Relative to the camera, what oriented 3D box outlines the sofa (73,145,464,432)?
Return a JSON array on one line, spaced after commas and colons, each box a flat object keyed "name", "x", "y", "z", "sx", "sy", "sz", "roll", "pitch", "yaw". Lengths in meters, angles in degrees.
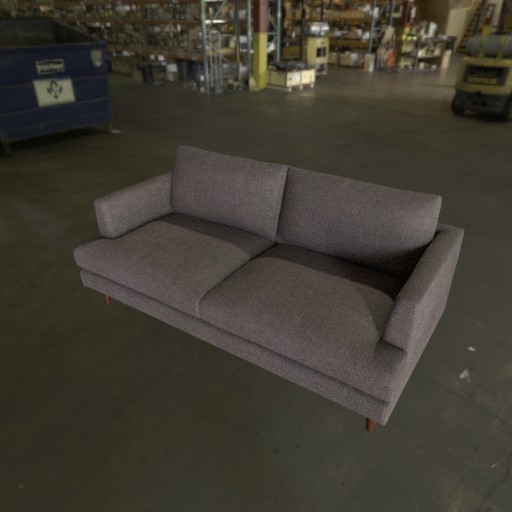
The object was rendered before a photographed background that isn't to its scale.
[{"name": "sofa", "x": 0.000, "y": 0.000, "z": 2.498, "sx": 1.948, "sy": 0.868, "sz": 1.020, "roll": 18, "pitch": 33, "yaw": 29}]
